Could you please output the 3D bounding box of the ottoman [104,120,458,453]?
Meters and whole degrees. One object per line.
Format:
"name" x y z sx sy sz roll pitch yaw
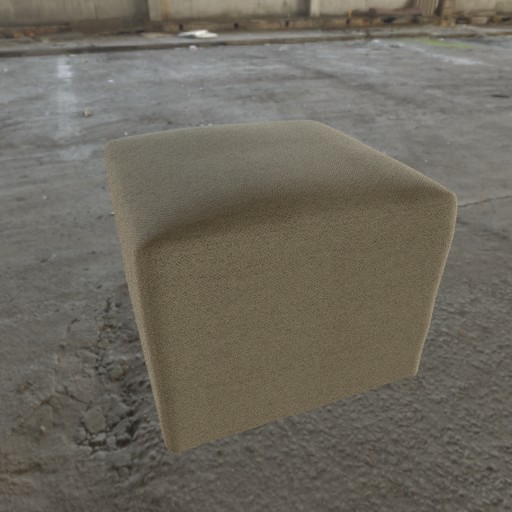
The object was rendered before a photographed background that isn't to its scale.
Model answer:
"ottoman" 0.000 0.000 0.914 0.512 0.453 0.521 -11 33 -18
